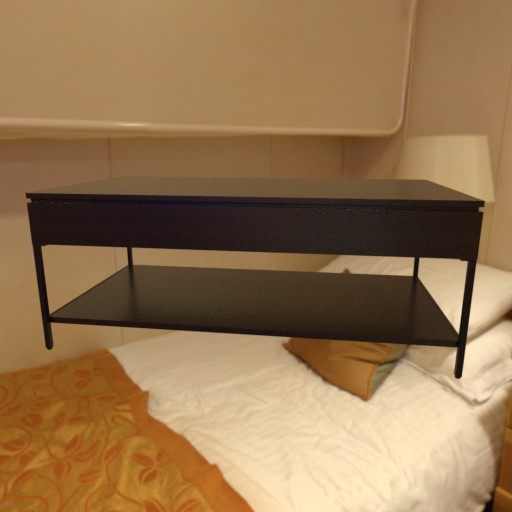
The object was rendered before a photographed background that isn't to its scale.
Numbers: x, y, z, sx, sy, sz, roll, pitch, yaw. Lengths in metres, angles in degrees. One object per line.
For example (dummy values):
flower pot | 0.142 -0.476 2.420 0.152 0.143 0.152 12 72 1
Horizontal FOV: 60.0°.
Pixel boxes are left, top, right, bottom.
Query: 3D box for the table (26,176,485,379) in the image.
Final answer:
table | 0.000 0.000 1.373 1.095 0.435 0.574 2 15 8
